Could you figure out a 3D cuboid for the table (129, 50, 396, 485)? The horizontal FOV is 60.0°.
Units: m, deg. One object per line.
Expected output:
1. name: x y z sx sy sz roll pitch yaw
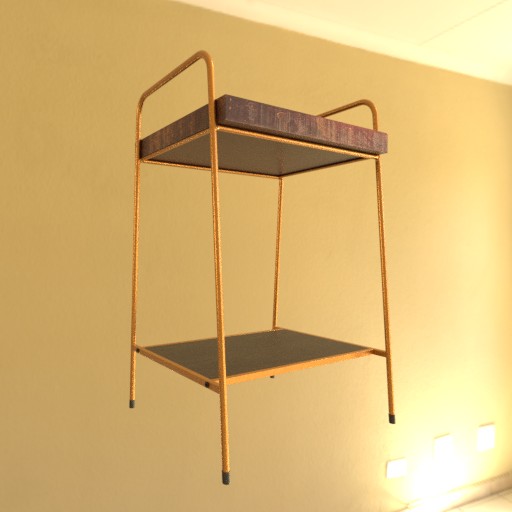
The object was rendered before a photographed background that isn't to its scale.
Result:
1. table: 0.000 0.000 0.987 0.430 0.710 0.430 0 1 -36
